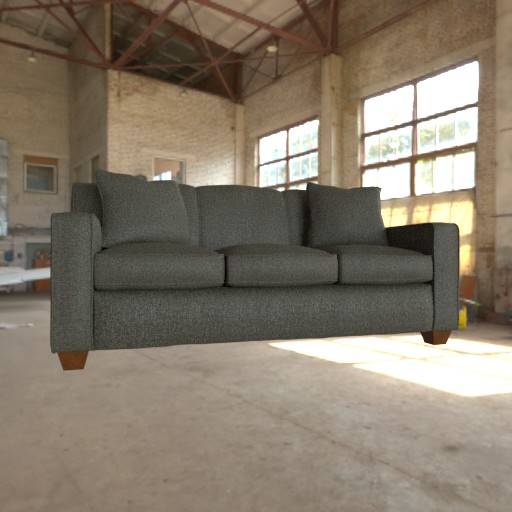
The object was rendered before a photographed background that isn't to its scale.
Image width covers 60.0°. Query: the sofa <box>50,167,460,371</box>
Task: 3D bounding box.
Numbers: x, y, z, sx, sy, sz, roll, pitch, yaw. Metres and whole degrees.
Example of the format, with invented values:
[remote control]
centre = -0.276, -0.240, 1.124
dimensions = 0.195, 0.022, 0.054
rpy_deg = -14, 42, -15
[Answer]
[sofa]
centre = 0.000, 0.000, 2.508
dimensions = 2.024, 0.958, 0.997
rpy_deg = 0, 0, -17
